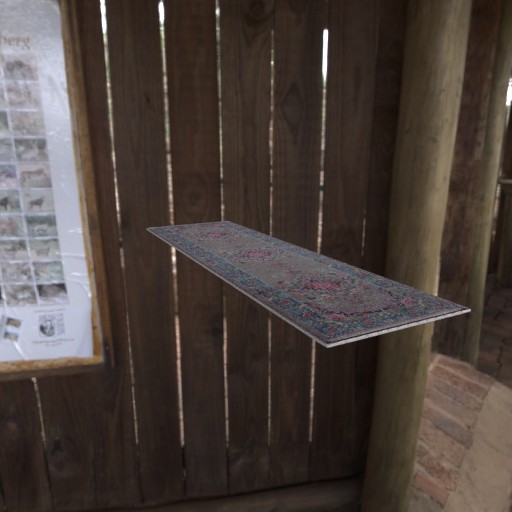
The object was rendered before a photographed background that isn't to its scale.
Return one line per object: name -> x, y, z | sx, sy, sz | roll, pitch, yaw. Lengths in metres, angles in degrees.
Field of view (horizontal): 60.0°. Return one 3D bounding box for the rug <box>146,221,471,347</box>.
rug -> 0.000, 0.000, 2.031 | 0.553, 0.012, 1.827 | -7, 16, -27
